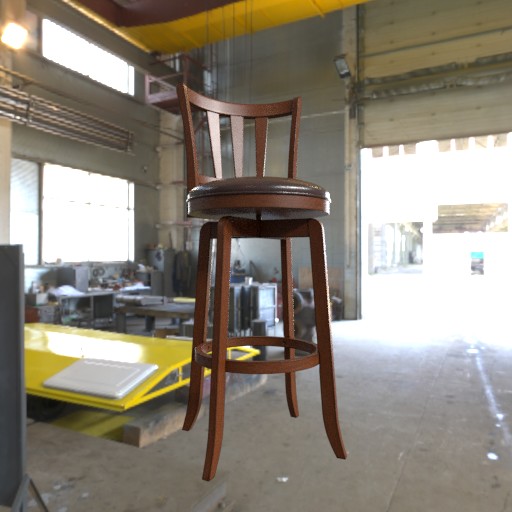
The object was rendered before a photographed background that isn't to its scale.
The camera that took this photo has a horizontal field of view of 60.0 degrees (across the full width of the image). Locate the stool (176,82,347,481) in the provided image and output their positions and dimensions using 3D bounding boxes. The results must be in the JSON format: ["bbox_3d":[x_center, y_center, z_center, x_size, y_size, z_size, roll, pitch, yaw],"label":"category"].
[{"bbox_3d":[0.000,0.000,1.424,0.464,1.177,0.503,0,0,-18],"label":"stool"}]
